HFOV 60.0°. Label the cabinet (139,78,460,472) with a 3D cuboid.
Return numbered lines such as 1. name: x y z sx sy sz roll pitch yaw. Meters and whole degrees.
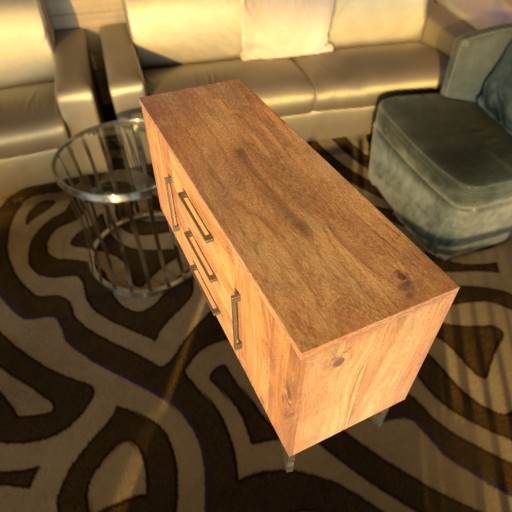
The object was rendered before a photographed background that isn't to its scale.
1. cabinet: 0.000 0.000 1.761 0.480 0.812 1.373 -19 48 -18
